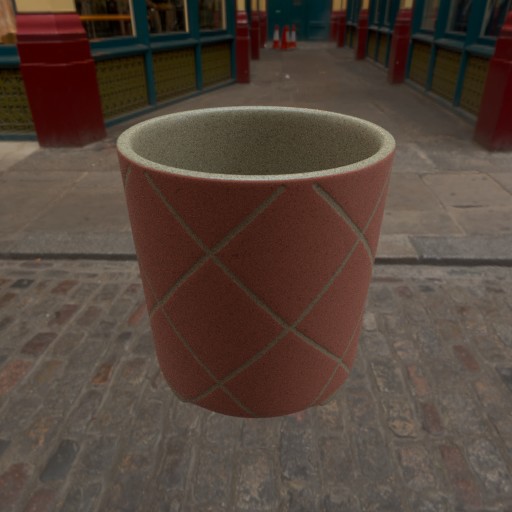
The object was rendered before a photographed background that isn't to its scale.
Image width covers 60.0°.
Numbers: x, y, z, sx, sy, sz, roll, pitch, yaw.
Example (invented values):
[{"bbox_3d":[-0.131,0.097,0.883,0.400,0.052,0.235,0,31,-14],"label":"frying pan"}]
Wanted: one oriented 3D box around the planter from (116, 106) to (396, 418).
[{"bbox_3d":[0.000,0.000,0.361,0.191,0.200,0.191,0,30,0],"label":"planter"}]
